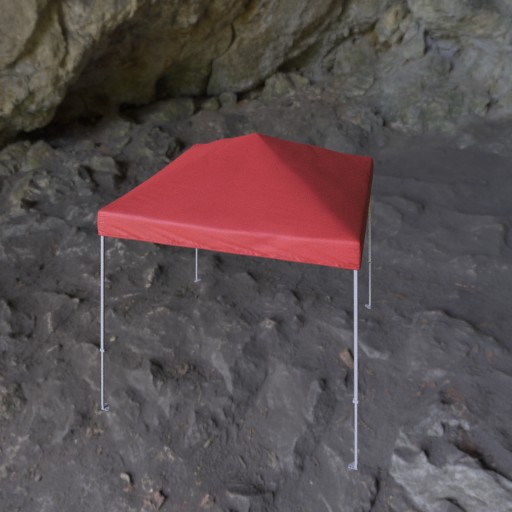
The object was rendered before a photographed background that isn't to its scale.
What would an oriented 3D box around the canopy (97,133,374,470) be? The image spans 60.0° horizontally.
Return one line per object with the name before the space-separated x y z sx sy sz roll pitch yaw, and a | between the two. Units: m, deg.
canopy | 0.000 0.000 5.175 2.848 2.849 2.849 8 30 13
